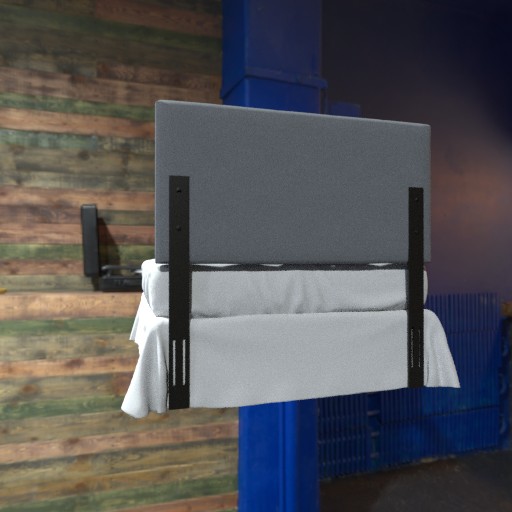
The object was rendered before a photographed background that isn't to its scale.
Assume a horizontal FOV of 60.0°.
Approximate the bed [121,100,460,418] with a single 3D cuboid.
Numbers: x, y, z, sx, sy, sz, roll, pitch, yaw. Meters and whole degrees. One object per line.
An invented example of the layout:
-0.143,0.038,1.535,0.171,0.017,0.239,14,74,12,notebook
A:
0.000,0.000,3.424,1.936,1.577,2.222,0,0,-15,bed
